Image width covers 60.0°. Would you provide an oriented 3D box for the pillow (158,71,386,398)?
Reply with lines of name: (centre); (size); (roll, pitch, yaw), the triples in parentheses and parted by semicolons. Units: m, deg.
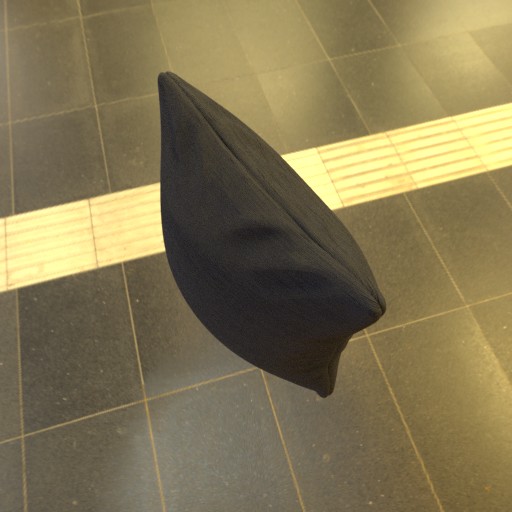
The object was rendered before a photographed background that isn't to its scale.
pillow: (0.000, 0.000, 0.689); (0.246, 0.414, 0.432); (-32, 66, -16)
